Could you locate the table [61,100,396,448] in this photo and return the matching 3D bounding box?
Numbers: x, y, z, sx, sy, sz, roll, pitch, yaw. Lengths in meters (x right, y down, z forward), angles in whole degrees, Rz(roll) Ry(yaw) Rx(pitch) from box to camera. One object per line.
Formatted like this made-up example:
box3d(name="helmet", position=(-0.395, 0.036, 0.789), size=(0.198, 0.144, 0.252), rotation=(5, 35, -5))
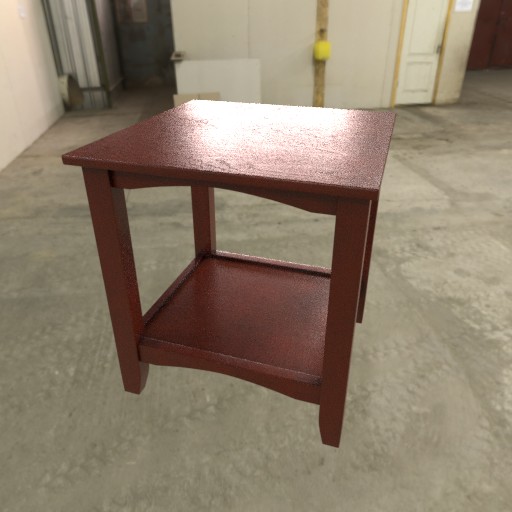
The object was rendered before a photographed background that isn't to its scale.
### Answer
box3d(name="table", position=(0.000, 0.000, 0.993), size=(0.523, 0.558, 0.522), rotation=(10, 31, 18))
